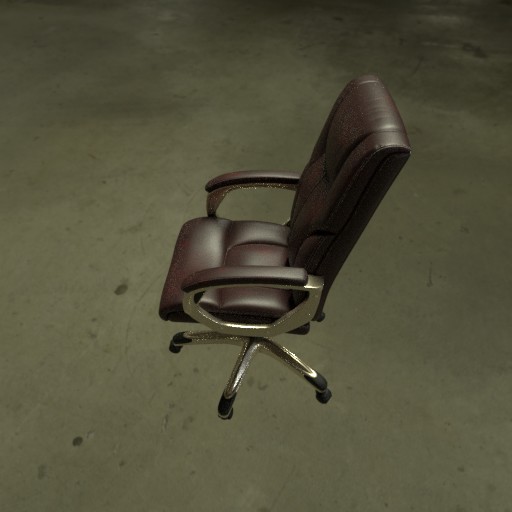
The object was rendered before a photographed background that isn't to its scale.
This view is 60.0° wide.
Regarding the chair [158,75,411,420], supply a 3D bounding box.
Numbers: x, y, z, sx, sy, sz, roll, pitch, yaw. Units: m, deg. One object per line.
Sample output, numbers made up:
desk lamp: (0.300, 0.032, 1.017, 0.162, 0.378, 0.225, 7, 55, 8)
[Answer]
chair: (0.000, 0.000, 1.529, 0.739, 1.107, 0.662, 2, 42, 2)
